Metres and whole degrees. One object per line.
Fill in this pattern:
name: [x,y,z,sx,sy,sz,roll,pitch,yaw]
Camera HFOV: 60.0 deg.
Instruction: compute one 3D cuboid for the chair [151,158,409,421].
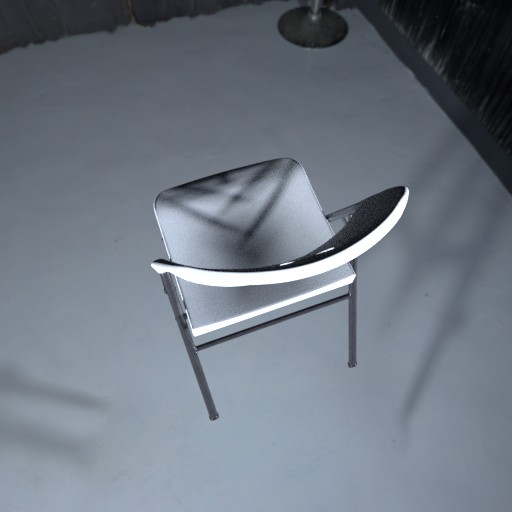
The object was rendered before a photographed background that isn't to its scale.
chair: [0.000,0.000,1.156,0.494,0.810,0.566,-18,61,-10]
